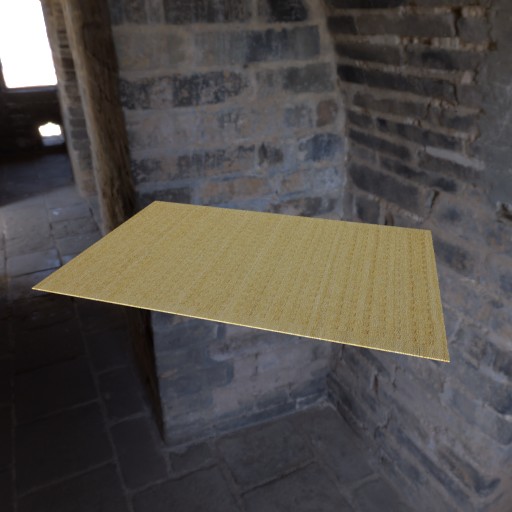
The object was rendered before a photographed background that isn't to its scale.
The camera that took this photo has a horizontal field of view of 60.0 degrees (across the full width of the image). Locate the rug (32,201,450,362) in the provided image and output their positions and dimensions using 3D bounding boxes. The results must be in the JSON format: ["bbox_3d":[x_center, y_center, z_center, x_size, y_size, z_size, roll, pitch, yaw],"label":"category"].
[{"bbox_3d":[0.000,0.000,2.960,2.286,0.006,1.524,8,28,14],"label":"rug"}]
